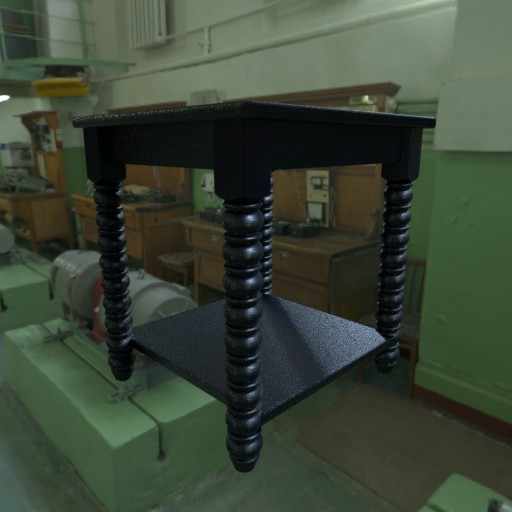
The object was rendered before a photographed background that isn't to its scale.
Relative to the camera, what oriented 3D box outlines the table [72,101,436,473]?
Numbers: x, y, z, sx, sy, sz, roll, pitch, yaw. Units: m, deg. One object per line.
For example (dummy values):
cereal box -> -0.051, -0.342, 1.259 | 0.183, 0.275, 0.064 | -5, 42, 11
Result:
table -> 0.000, 0.000, 0.949 | 0.533, 0.567, 0.500 | -14, 20, -43
